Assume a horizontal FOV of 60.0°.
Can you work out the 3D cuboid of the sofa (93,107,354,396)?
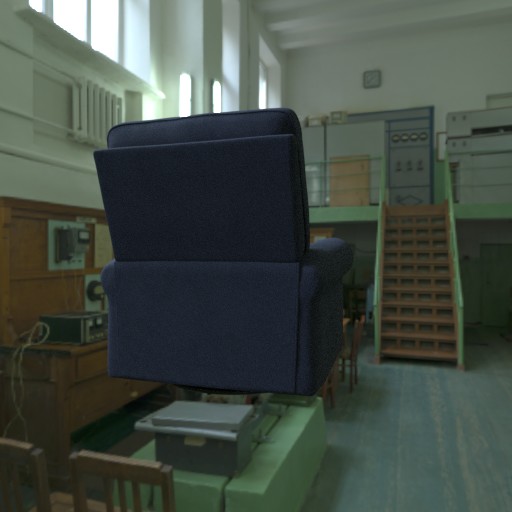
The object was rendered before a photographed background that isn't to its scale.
[{"bbox_3d":[0.000,0.000,2.061,0.880,0.959,1.478,0,0,17],"label":"sofa"}]
